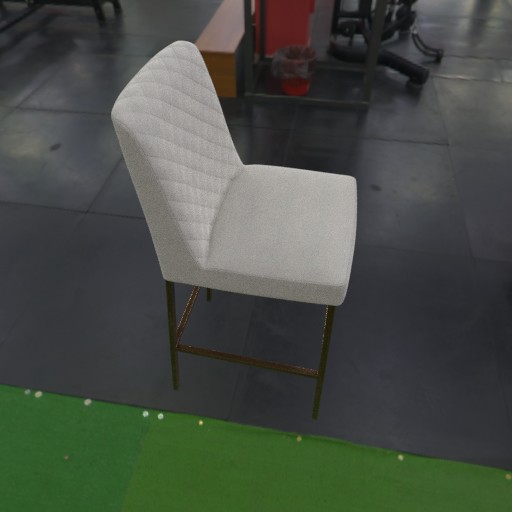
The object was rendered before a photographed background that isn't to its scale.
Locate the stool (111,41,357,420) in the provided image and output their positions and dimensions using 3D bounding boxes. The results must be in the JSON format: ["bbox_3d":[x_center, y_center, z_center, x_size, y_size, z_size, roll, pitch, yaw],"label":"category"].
[{"bbox_3d":[0.000,0.000,1.335,0.546,1.084,0.462,9,47,9],"label":"stool"}]
